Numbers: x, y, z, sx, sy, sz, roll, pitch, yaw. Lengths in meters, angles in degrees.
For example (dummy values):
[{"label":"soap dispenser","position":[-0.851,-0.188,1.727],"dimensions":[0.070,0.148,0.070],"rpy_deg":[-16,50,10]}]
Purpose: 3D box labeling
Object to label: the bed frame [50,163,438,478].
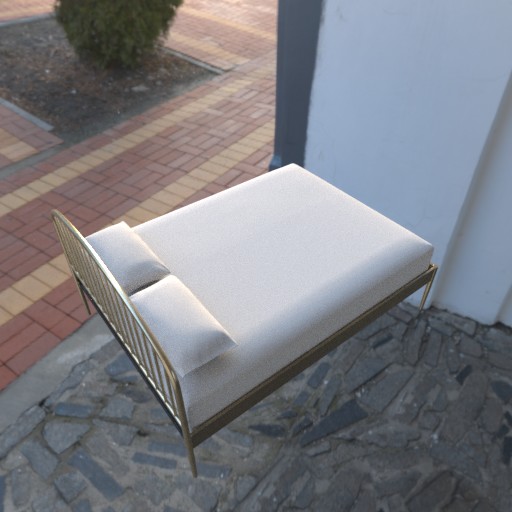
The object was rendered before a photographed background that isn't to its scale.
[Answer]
[{"label":"bed frame","position":[0.000,0.000,3.148],"dimensions":[2.152,1.175,1.612],"rpy_deg":[-27,48,-28]}]
